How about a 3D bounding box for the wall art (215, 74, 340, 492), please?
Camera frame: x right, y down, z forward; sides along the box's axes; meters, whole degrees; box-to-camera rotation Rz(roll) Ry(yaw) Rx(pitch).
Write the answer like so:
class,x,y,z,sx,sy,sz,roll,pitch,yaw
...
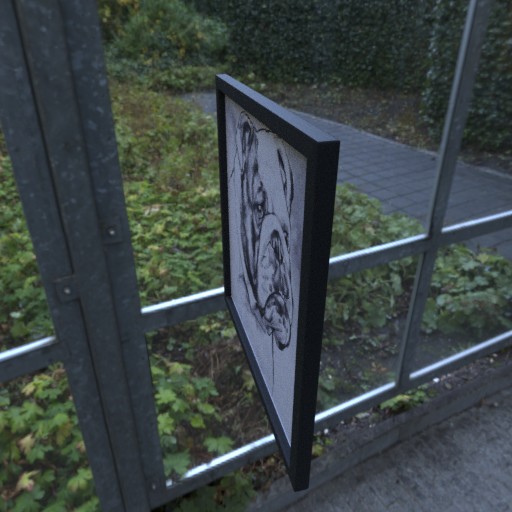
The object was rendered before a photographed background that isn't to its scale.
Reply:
class,x,y,z,sx,sy,sz,roll,pitch,yaw
wall art,0.000,0.000,0.658,0.022,0.453,0.456,-7,30,-13
